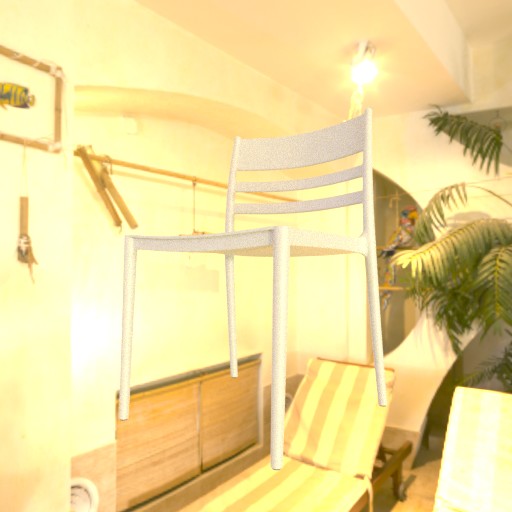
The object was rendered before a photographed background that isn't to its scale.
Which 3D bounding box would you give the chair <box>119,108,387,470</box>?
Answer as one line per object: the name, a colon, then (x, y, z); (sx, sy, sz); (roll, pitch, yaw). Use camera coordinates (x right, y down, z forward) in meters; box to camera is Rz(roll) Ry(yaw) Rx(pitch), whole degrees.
chair: (0.000, 0.000, 1.159); (0.531, 0.800, 0.511); (-1, -1, 36)
